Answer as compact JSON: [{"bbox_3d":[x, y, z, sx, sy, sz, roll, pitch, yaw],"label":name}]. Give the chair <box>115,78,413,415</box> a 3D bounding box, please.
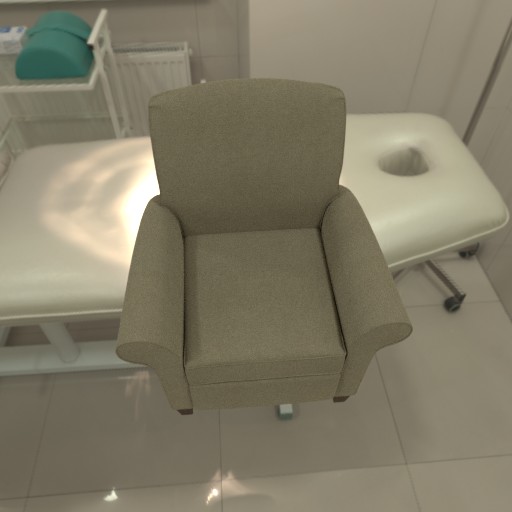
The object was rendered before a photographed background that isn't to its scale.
[{"bbox_3d":[0.000,0.000,1.780,0.978,1.061,0.905,-4,49,-3],"label":"chair"}]
